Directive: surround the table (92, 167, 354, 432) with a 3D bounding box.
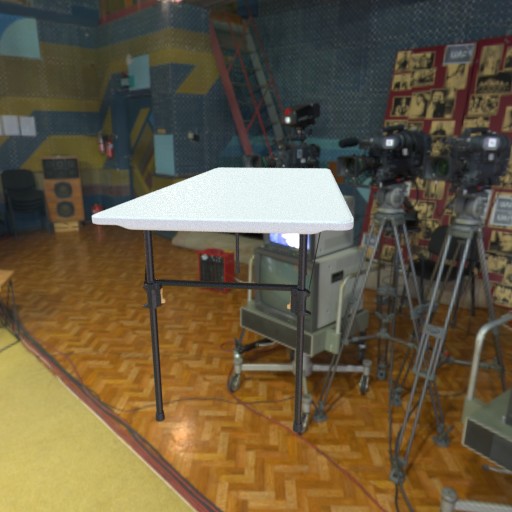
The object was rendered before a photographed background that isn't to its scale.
[{"bbox_3d":[0.000,0.000,2.194,0.761,0.719,1.829,2,16,7],"label":"table"}]
